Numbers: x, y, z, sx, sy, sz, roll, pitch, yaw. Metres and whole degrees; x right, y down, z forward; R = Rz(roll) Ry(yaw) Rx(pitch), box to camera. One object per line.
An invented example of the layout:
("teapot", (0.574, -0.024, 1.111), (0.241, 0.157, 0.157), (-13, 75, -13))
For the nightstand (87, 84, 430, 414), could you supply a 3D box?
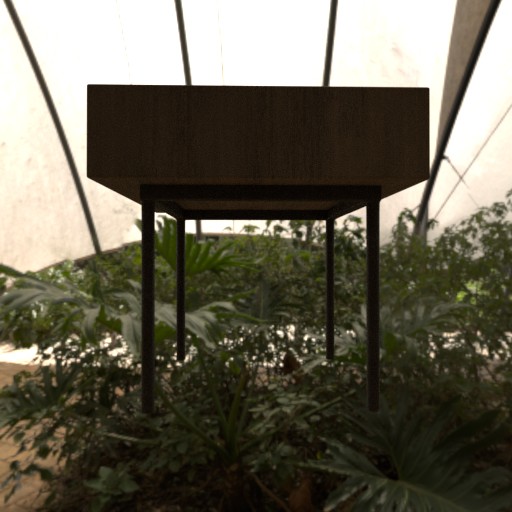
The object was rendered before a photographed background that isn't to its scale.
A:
("nightstand", (0.000, 0.000, 0.895), (0.503, 0.497, 0.502), (0, 0, -1))
